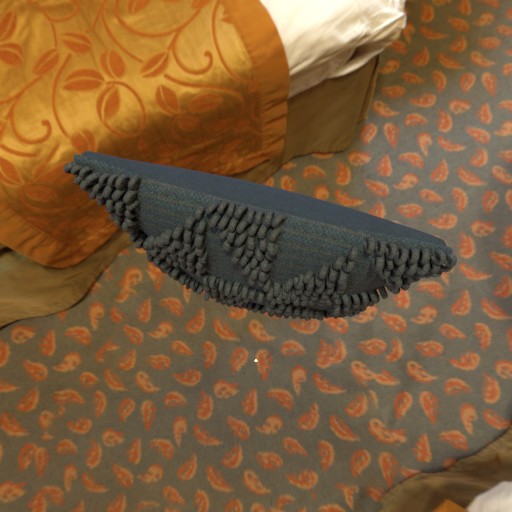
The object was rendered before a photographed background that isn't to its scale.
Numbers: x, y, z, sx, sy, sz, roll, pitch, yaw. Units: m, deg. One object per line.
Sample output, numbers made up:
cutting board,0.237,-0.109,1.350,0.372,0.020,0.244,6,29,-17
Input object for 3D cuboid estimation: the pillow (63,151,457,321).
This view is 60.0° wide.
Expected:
pillow,0.000,0.000,0.722,0.469,0.466,0.172,14,77,3
